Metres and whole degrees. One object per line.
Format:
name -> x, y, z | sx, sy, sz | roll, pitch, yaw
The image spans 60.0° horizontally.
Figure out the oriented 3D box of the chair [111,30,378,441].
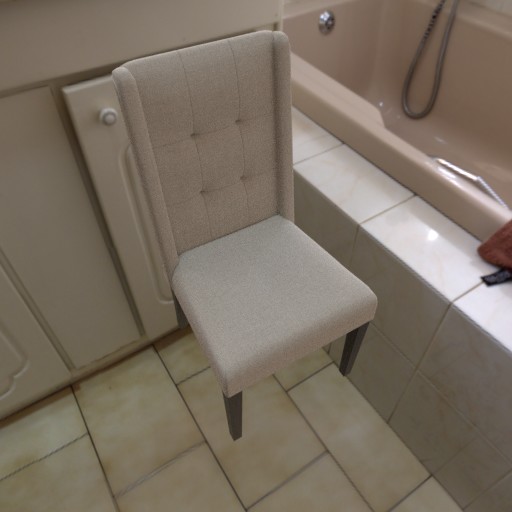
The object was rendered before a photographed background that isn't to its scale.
chair -> 0.000, 0.000, 1.220 | 0.474, 0.961, 0.523 | -23, 51, -20
